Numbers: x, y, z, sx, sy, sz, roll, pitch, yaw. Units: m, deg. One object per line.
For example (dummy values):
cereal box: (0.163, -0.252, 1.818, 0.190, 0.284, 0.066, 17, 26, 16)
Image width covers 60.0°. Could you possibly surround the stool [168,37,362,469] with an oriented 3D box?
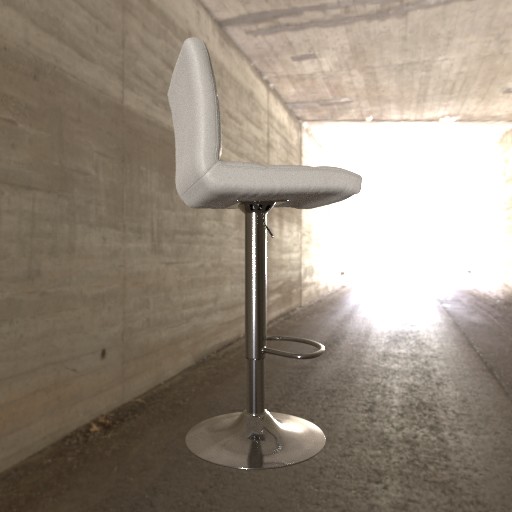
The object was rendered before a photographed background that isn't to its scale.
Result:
stool: (0.000, 0.000, 1.360, 0.505, 1.115, 0.430, 0, 0, -17)
